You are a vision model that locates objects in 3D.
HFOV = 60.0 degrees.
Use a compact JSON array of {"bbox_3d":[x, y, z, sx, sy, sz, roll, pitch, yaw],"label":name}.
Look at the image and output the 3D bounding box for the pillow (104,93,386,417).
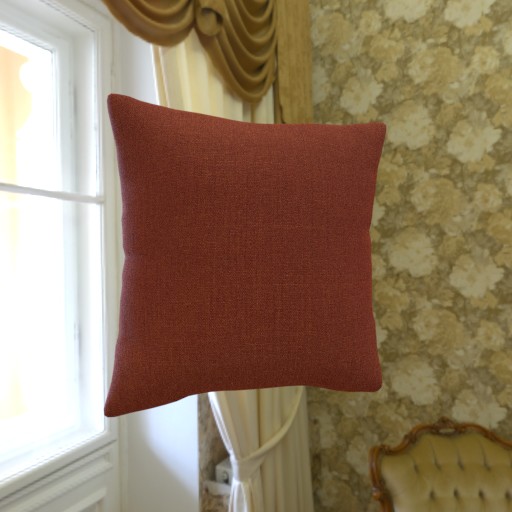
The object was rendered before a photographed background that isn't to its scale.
[{"bbox_3d":[0.000,0.000,0.659,0.429,0.434,0.159,0,0,-18],"label":"pillow"}]
